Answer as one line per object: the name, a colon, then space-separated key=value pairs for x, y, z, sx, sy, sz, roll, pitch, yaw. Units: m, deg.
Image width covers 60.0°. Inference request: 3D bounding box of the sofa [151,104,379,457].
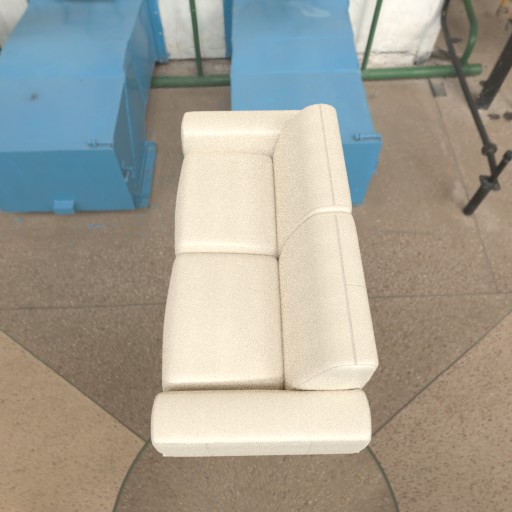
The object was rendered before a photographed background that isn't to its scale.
sofa: x=0.000 y=0.000 z=2.323 sx=0.900 sy=0.772 sz=1.901 roll=-1 pitch=58 yaw=-1
